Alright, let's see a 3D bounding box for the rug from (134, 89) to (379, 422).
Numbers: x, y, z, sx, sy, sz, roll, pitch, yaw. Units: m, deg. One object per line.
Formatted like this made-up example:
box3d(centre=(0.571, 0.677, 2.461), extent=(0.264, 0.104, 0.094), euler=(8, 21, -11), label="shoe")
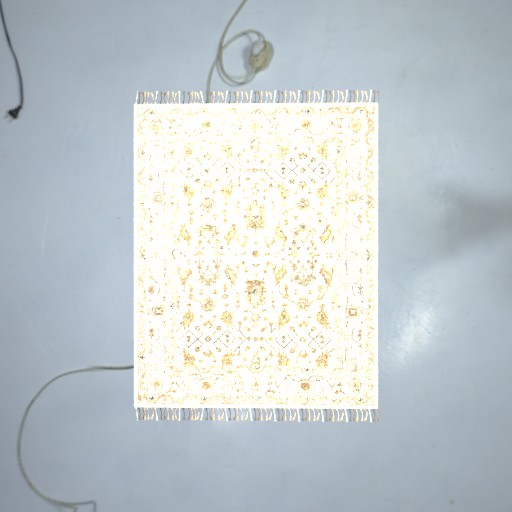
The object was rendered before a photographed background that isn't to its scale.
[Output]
box3d(centre=(0.000, 0.000, 2.313), extent=(1.278, 0.009, 1.726), euler=(0, 90, 1), label="rug")
